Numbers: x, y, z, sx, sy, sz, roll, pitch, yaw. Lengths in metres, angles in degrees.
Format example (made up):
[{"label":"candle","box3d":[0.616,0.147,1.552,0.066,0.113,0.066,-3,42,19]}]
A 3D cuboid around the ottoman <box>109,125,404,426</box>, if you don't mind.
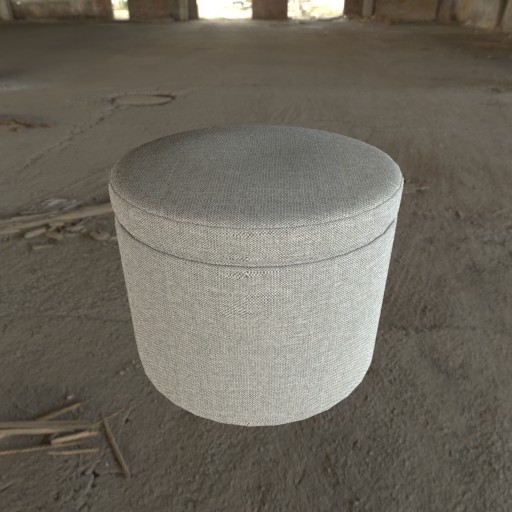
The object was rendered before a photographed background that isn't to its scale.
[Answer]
[{"label":"ottoman","box3d":[0.000,0.000,0.870,0.500,0.419,0.500,0,31,0]}]
